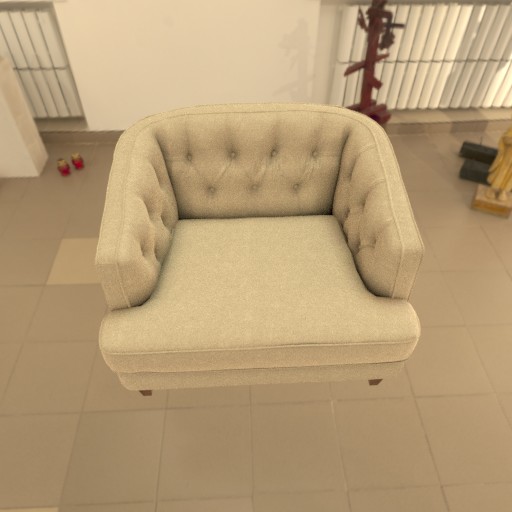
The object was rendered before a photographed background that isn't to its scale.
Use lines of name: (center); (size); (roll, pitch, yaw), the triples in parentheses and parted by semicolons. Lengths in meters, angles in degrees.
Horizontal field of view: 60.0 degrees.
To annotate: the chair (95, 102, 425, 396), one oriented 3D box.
chair: (0.000, 0.000, 1.795); (1.104, 0.852, 0.941); (-2, 46, -2)
